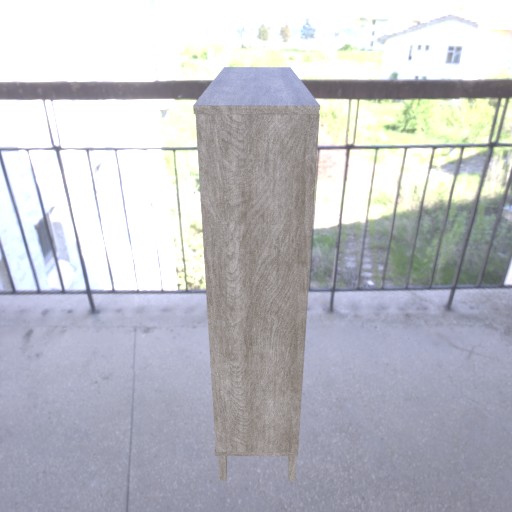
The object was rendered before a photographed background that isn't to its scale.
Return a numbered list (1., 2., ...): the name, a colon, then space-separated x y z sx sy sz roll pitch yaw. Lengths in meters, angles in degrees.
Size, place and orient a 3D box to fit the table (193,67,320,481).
1. table: 0.000 0.000 1.532 0.256 1.135 0.902 0 28 0
